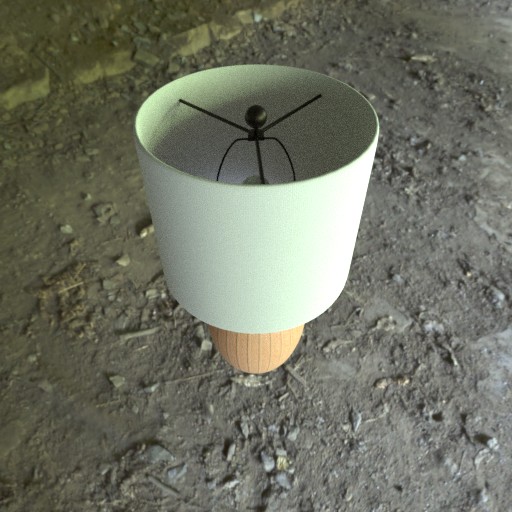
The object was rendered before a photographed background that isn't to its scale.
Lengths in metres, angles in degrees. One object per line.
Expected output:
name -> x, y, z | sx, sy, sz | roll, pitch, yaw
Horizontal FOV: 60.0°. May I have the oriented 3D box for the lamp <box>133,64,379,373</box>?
lamp -> 0.000, 0.000, 0.794 | 0.329, 0.570, 0.329 | 0, 46, 0
